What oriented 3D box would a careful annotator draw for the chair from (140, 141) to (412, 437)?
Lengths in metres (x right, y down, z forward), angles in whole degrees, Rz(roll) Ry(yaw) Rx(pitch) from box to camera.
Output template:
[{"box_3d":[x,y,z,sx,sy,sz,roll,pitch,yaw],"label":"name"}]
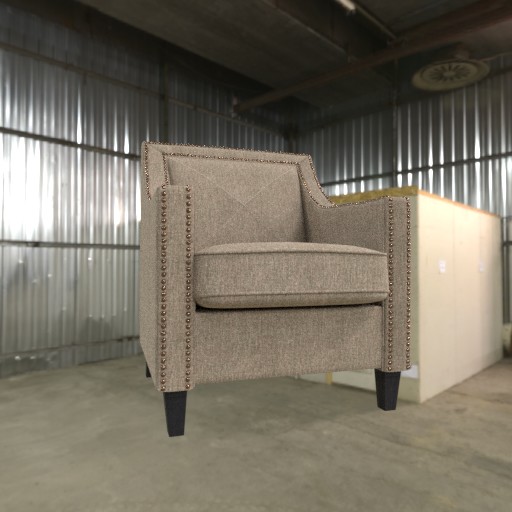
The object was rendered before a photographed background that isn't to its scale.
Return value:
[{"box_3d":[0.000,0.000,1.603,0.776,0.967,0.884,0,-1,-18],"label":"chair"}]
